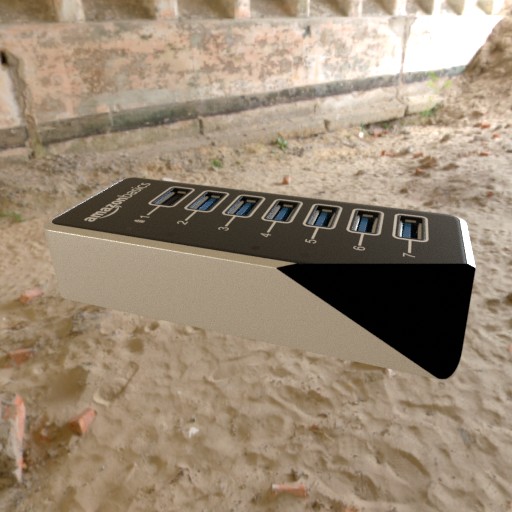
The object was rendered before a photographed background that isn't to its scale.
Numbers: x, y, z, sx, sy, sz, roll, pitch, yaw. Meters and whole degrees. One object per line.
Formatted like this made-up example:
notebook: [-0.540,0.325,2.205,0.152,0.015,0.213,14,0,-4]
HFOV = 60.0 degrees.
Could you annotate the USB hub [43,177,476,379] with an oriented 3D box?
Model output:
USB hub: [0.000,0.000,0.127,0.110,0.023,0.044,9,30,16]
